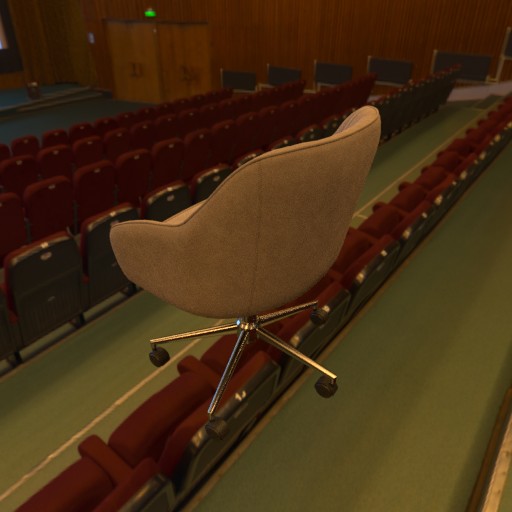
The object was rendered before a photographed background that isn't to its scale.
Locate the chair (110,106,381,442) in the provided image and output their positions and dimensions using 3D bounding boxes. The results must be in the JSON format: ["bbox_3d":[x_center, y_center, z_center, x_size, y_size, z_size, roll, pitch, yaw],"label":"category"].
[{"bbox_3d":[0.000,0.000,1.265,0.573,0.831,0.635,21,38,30],"label":"chair"}]
